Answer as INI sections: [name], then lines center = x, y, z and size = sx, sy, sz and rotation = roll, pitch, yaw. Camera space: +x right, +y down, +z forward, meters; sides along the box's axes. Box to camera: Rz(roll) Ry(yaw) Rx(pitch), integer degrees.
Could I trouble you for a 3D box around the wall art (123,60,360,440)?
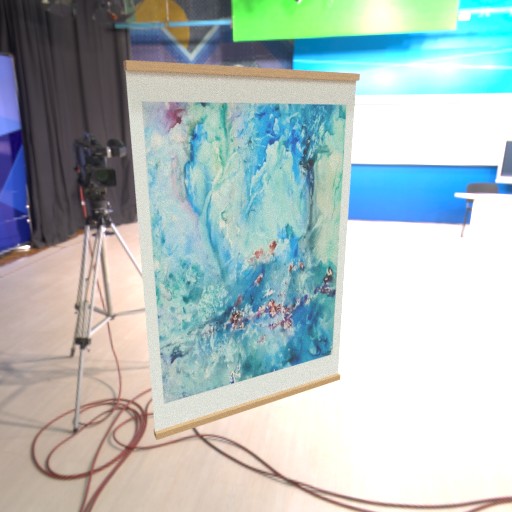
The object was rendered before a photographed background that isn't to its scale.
[wall art]
center = 0.000, 0.000, 0.779
size = 0.401, 0.611, 0.016
rotation = -9, 19, -26
